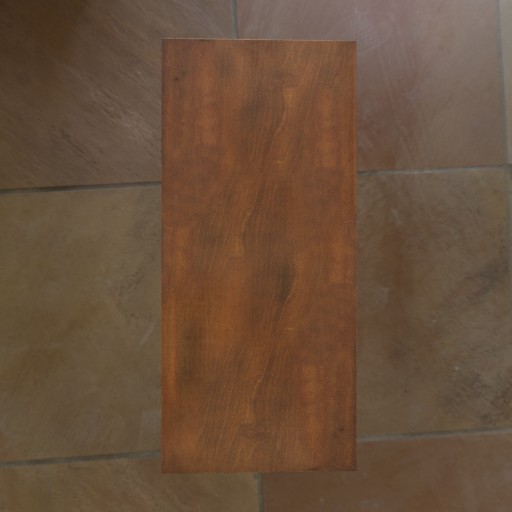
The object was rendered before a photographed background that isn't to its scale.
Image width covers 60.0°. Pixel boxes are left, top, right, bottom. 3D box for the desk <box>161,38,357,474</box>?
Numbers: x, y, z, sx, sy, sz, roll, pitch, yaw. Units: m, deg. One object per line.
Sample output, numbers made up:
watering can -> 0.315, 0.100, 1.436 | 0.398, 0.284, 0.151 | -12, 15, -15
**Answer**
desk -> 0.000, 0.000, 1.524 | 0.508, 0.762, 1.117 | 0, 90, -2
